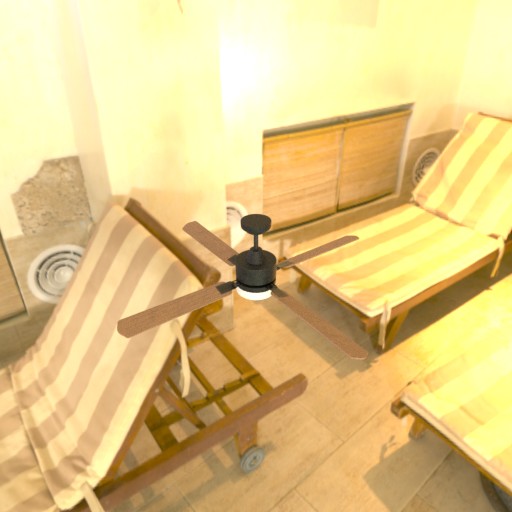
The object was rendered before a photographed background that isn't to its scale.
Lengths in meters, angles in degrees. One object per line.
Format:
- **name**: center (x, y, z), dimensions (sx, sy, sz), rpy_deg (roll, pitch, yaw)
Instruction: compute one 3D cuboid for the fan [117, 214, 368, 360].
- **fan**: center (0.000, 0.000, 1.990), dimensions (1.320, 0.355, 1.320), rpy_deg (-20, 36, -30)
